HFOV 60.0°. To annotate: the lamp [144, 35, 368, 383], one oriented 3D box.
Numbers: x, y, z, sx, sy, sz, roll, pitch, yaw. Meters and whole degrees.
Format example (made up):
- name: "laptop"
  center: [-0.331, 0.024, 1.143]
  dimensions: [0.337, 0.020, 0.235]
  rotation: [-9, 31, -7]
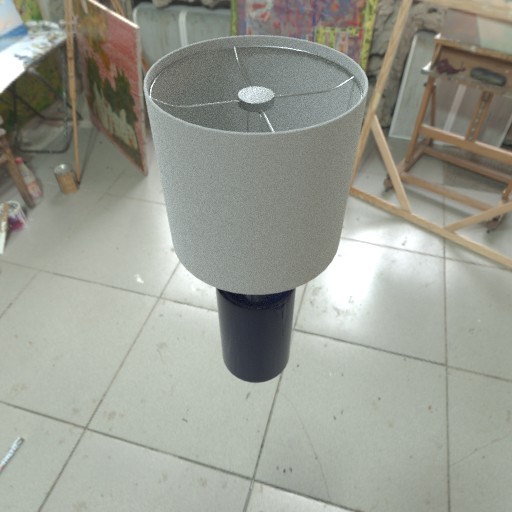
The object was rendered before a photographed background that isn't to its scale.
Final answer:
- name: "lamp"
  center: [0.000, 0.000, 0.599]
  dimensions: [0.212, 0.493, 0.212]
  rotation: [-10, 47, -9]
